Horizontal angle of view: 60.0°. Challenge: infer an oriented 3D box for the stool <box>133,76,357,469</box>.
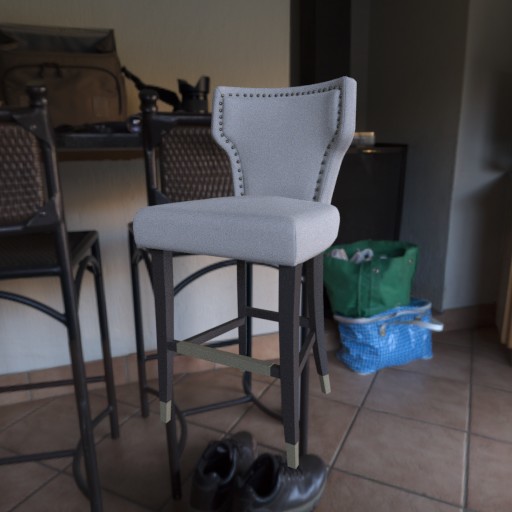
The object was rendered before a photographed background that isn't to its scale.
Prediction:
[{"bbox_3d":[0.000,0.000,1.420,0.526,1.092,0.563,7,15,27],"label":"stool"}]
